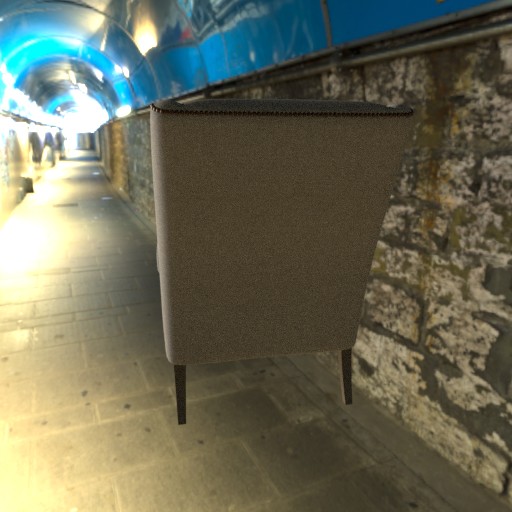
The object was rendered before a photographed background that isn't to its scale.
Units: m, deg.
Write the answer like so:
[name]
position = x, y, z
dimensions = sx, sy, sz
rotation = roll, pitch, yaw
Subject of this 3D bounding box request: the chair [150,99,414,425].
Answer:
[chair]
position = 0.000, 0.000, 1.636
dimensions = 0.737, 1.029, 0.940
rotation = -3, 15, -11
